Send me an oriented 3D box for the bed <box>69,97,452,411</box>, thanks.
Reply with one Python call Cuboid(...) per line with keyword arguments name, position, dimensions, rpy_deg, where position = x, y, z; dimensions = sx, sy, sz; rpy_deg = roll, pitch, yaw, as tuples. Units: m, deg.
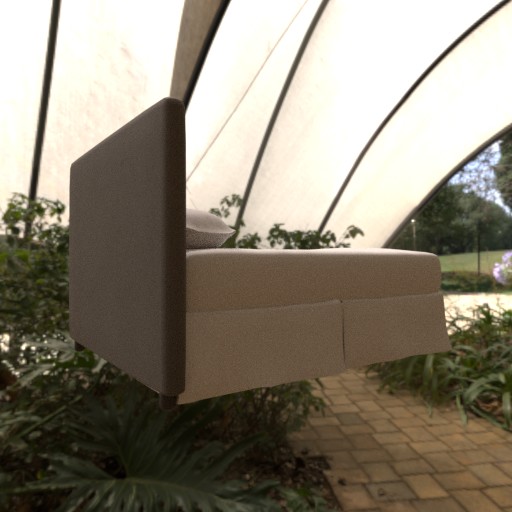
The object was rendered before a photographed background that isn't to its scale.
Cuboid(name="bed", position=(0.000, 0.000, 3.099), dimensions=(2.142, 1.330, 1.723), rpy_deg=(0, 0, -35))
